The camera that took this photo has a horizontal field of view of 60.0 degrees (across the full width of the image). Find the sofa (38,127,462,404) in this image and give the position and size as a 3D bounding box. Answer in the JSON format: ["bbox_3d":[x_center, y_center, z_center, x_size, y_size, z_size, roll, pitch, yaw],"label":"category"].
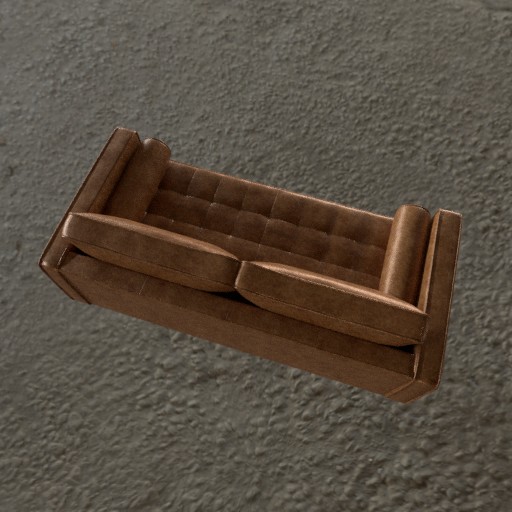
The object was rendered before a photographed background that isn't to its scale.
[{"bbox_3d":[0.000,0.000,2.336,1.920,0.825,0.924,16,65,8],"label":"sofa"}]
